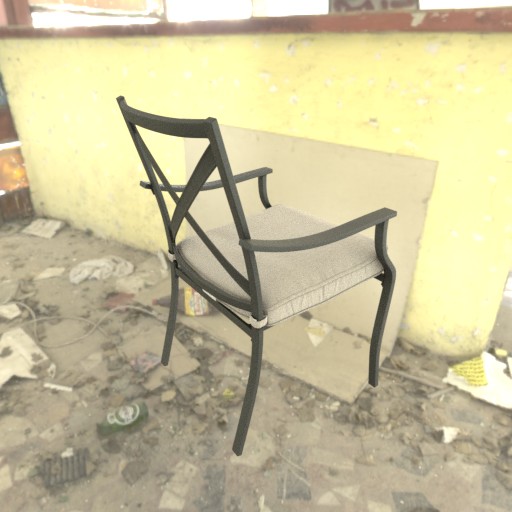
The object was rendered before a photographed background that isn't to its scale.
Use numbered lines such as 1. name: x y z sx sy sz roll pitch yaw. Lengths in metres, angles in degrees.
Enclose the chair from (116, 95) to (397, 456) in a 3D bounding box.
1. chair: 0.000 0.000 1.311 0.620 0.889 0.575 -17 31 -32
